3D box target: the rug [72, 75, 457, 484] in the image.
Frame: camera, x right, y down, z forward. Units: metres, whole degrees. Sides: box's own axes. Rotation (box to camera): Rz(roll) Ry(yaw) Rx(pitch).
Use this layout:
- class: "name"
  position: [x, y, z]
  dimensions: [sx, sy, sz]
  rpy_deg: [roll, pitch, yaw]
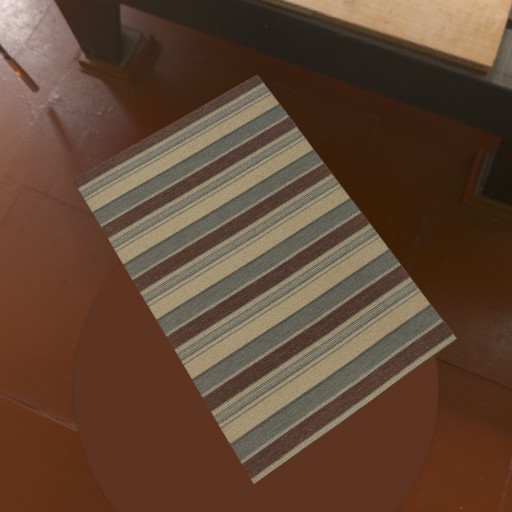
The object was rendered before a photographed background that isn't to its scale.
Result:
- class: "rug"
  position: [0.000, 0.000, 2.329]
  dimensions: [1.219, 0.008, 1.829]
  rpy_deg: [-32, 78, -8]
